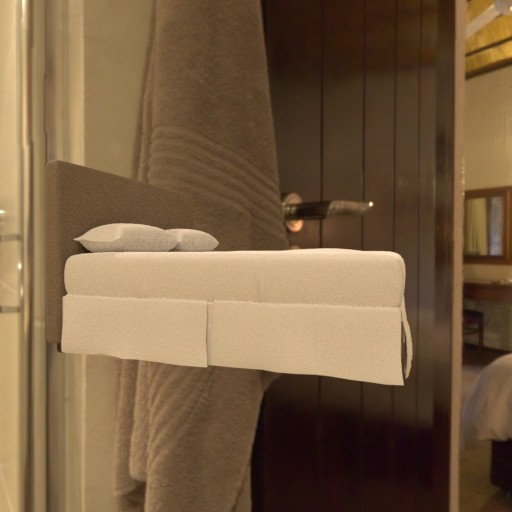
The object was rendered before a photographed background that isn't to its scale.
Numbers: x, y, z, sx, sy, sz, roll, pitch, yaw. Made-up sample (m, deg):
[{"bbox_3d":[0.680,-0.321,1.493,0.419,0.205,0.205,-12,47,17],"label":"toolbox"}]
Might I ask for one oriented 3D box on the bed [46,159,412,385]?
[{"bbox_3d":[0.000,0.000,3.552,2.341,1.317,2.119,0,1,18],"label":"bed"}]
